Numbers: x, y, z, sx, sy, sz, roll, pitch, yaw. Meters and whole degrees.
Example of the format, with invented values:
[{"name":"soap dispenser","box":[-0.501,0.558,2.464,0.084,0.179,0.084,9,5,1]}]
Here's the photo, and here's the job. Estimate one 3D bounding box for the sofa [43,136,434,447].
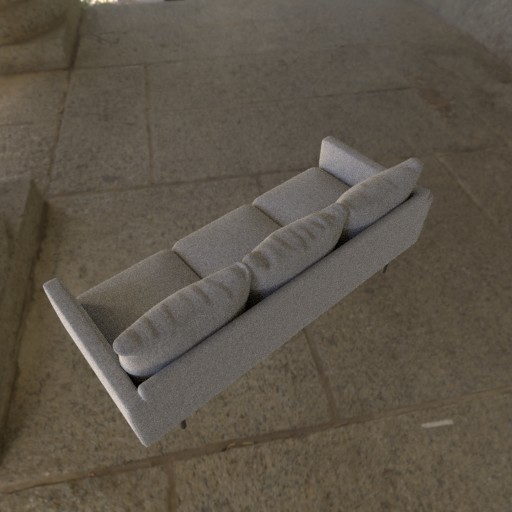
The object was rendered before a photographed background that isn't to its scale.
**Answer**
[{"name":"sofa","box":[0.000,0.000,2.451,2.000,0.830,0.850,-32,55,-26]}]
